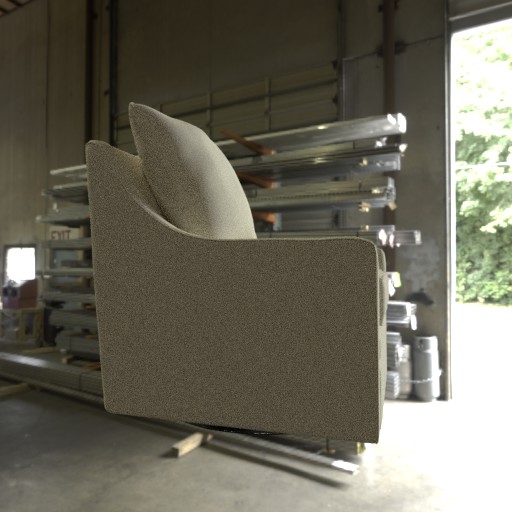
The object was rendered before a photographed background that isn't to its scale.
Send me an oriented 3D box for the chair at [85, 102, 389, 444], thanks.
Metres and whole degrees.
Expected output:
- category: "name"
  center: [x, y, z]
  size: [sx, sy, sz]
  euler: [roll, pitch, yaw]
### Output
- category: "chair"
  center: [0.000, 0.000, 1.540]
  size: [0.876, 0.965, 0.756]
  euler: [0, -1, 18]
